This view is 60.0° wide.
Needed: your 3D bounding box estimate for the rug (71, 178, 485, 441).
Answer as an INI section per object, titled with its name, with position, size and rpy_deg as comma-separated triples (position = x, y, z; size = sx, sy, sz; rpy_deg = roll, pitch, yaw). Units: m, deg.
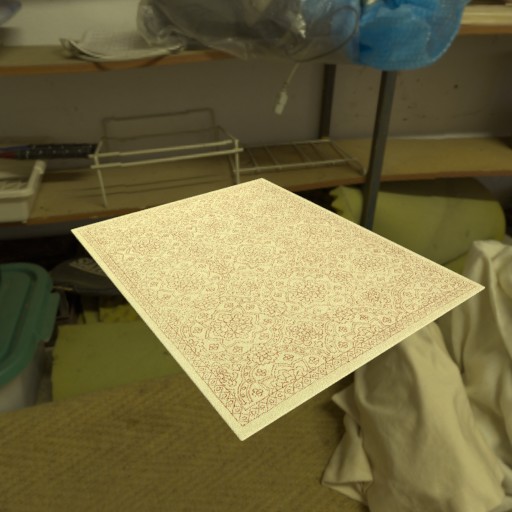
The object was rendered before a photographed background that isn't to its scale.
[rug]
position = 0.000, 0.000, 4.076
size = 2.441, 0.015, 3.050
rpy_deg = -21, 37, -30
